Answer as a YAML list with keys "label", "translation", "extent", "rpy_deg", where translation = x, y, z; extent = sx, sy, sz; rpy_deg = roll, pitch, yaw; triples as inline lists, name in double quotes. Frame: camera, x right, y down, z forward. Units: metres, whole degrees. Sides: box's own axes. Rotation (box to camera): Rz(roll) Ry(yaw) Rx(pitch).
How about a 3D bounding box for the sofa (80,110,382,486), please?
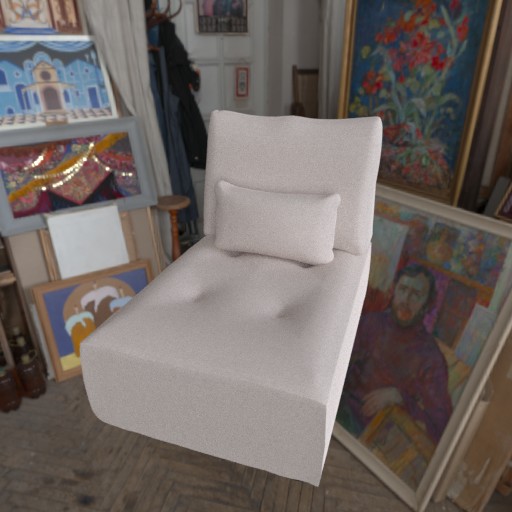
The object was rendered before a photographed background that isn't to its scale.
- label: "sofa"
  translation: [0.000, 0.000, 1.497]
  extent: [0.700, 0.820, 1.000]
  rpy_deg: [8, 27, 17]
